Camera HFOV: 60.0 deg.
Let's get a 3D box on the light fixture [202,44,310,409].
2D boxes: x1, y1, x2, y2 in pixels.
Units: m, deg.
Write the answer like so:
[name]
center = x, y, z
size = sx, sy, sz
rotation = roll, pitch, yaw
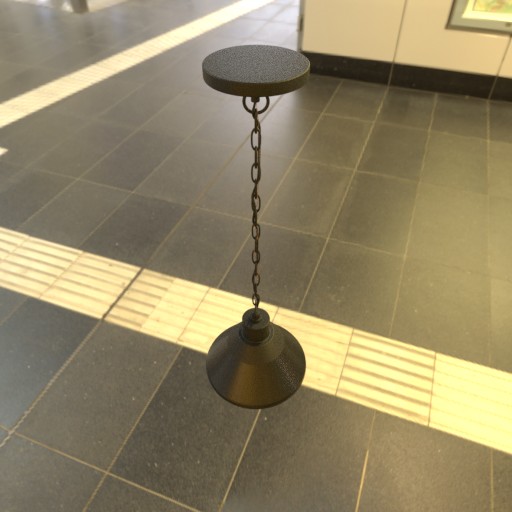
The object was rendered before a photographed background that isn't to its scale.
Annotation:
[light fixture]
center = 0.000, 0.000, 0.693
size = 0.201, 0.588, 0.201
rotation = 1, 43, 1
